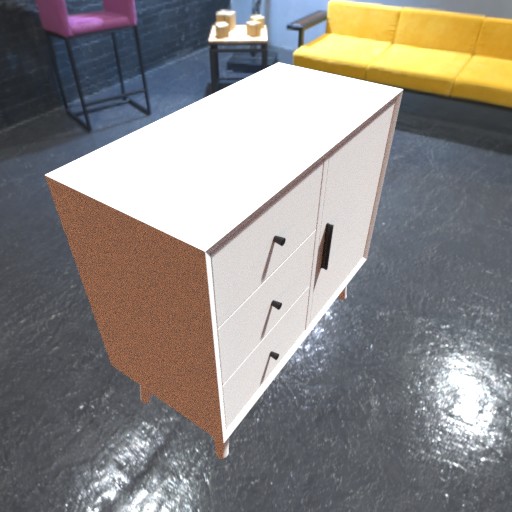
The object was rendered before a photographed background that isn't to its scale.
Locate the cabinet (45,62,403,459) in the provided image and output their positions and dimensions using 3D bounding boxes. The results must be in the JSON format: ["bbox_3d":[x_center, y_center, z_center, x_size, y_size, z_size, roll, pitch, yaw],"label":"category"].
[{"bbox_3d":[0.000,0.000,1.229,0.398,0.761,0.800,24,46,26],"label":"cabinet"}]
